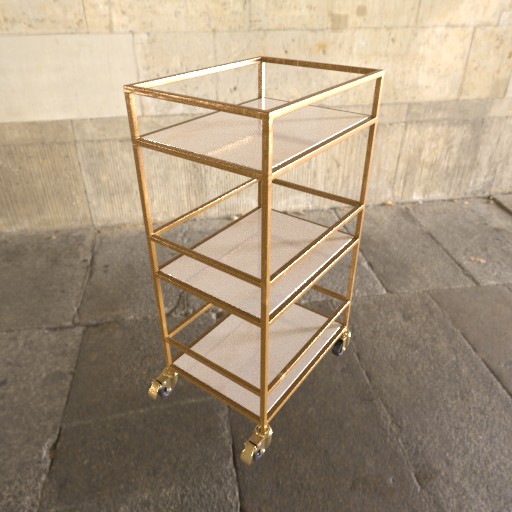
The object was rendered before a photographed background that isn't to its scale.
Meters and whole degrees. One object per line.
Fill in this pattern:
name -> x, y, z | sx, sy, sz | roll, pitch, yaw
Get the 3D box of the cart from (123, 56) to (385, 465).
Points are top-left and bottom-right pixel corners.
cart -> 0.000, 0.000, 1.008 | 0.332, 0.761, 0.483 | 21, 38, 30
